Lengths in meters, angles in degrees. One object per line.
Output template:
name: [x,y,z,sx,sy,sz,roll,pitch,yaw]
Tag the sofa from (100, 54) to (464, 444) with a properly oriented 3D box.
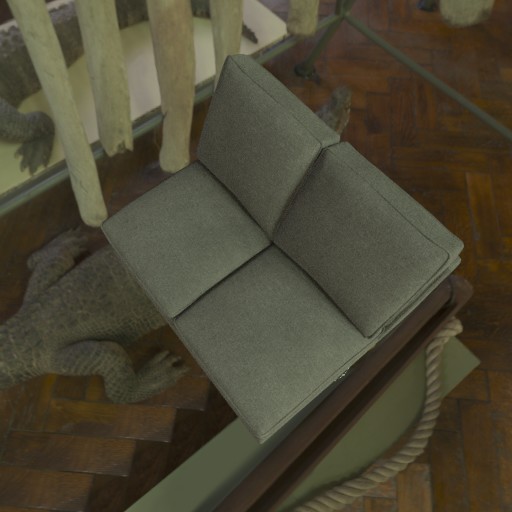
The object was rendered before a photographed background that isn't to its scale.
sofa: [0.000,0.000,1.982,0.951,1.008,1.237,-36,70,-16]
